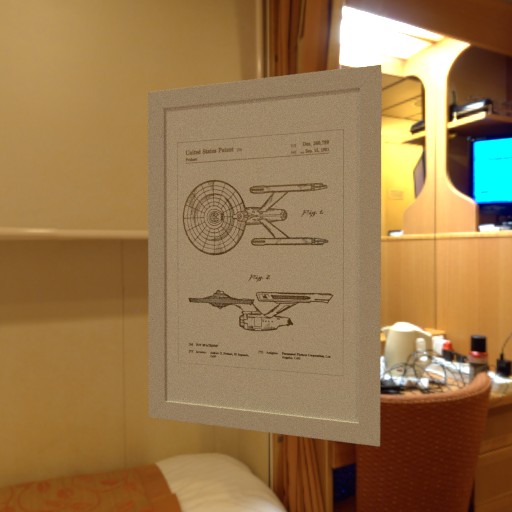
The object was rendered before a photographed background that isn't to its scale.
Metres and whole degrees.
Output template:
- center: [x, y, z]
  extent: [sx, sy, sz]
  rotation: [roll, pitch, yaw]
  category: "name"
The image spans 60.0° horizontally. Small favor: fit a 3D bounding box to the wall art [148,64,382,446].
- center: [0.000, 0.000, 0.836]
  extent: [0.454, 0.659, 0.011]
  rotation: [0, 1, 17]
  category: "wall art"
